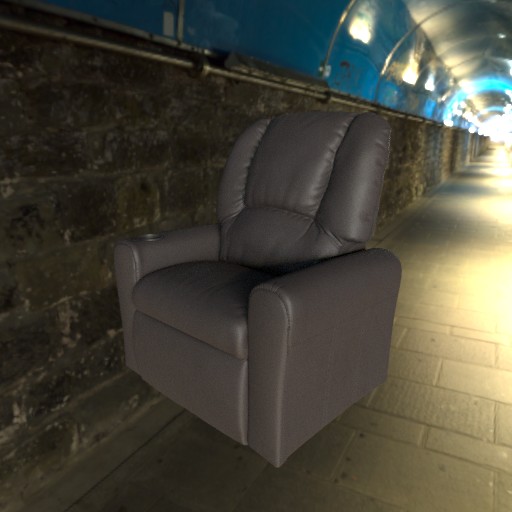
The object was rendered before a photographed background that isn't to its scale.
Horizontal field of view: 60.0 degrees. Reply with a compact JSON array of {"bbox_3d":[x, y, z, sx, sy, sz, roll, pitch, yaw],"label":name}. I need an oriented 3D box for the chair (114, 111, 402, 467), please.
[{"bbox_3d":[0.000,0.000,1.121,0.610,0.709,0.521,14,21,42],"label":"chair"}]
